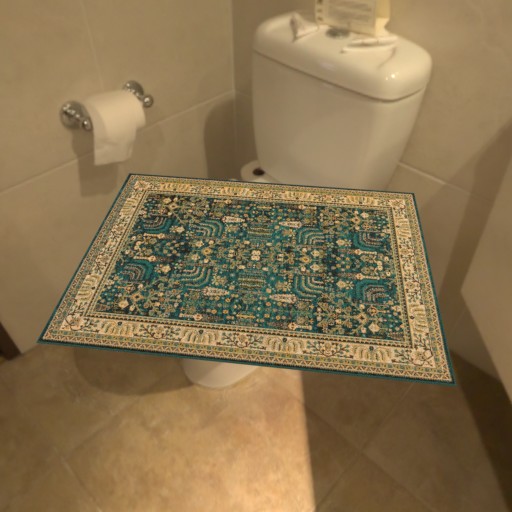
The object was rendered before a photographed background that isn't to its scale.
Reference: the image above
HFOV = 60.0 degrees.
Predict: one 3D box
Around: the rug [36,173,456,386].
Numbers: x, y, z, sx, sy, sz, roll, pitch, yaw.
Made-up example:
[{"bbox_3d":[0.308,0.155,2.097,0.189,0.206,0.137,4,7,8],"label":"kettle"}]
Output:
[{"bbox_3d":[0.000,0.000,2.872,2.213,0.013,1.594,5,45,5],"label":"rug"}]
